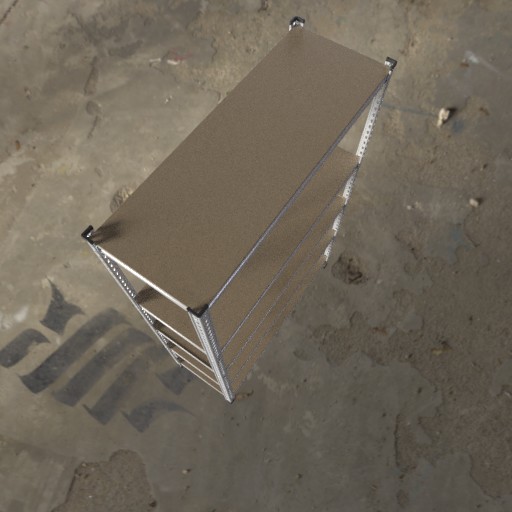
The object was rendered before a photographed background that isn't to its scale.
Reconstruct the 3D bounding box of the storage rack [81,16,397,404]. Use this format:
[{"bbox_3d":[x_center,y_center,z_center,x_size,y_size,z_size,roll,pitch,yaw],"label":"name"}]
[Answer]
[{"bbox_3d":[0.000,0.000,2.326,0.457,1.829,1.219,32,68,14],"label":"storage rack"}]
